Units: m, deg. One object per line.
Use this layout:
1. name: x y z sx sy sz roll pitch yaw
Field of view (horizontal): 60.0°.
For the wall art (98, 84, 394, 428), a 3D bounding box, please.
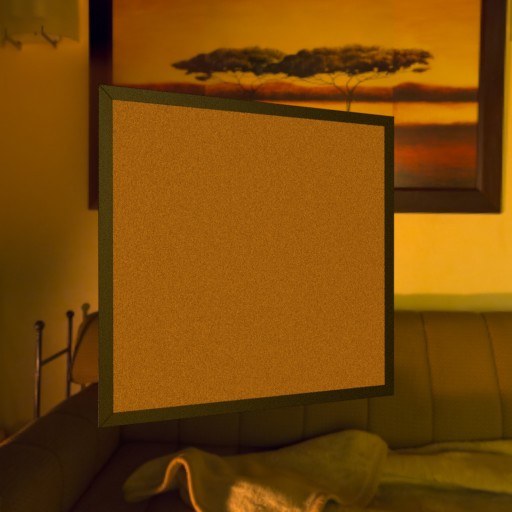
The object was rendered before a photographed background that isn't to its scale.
1. wall art: 0.000 0.000 0.455 0.304 0.304 0.038 0 0 -18
